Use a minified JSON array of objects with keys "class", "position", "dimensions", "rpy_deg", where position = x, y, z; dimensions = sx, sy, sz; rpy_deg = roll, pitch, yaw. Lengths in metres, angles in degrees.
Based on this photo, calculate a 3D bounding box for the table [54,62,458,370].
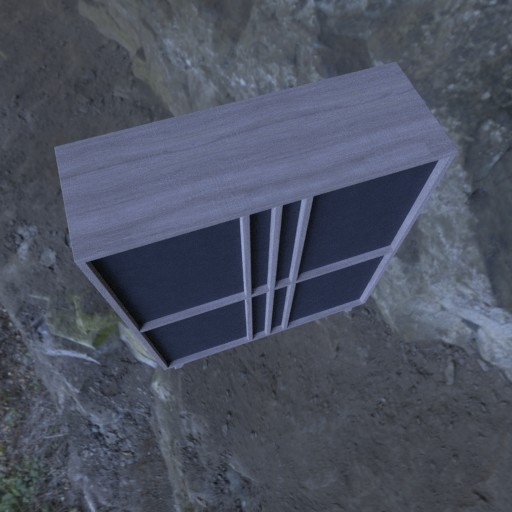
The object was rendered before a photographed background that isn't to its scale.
[{"class":"table","position":[0.000,0.000,1.911],"dimensions":[1.111,1.388,0.398],"rpy_deg":[-17,64,-8]}]
